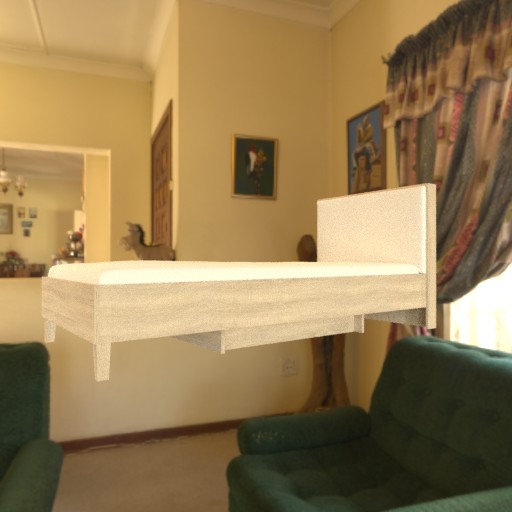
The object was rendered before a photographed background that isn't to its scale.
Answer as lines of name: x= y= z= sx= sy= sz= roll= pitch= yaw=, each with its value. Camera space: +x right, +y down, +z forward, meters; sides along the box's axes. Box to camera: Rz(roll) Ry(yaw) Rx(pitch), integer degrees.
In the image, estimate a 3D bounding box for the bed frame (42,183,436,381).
bed frame: x=0.000 y=0.000 z=2.614 sx=2.140 sy=0.920 sz=0.990 roll=0 pitch=0 yaw=-36
